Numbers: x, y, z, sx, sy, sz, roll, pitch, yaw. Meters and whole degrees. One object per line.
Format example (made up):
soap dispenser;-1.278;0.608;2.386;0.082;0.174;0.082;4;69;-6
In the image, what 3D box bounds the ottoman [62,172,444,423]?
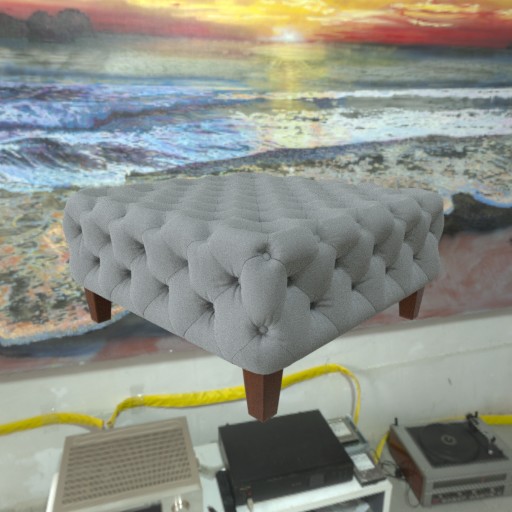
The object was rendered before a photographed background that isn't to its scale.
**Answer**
ottoman;0.000;0.000;1.450;0.917;0.439;0.911;15;22;41
